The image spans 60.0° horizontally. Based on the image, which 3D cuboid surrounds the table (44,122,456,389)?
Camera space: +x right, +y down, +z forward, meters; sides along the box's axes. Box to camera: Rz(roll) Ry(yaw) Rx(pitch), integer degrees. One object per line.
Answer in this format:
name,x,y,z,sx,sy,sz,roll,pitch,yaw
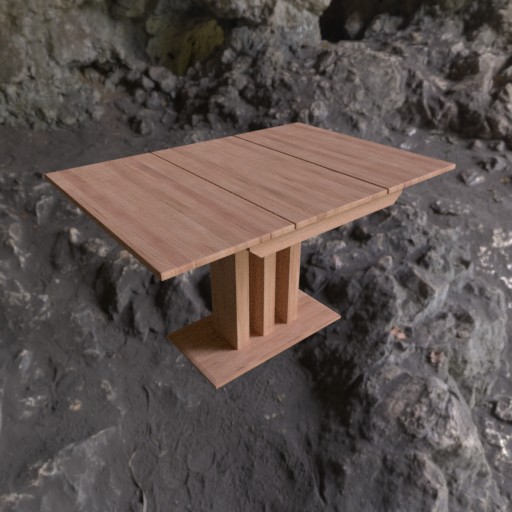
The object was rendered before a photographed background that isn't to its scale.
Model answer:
table,0.000,0.000,1.887,1.300,0.770,0.900,-22,36,-33
